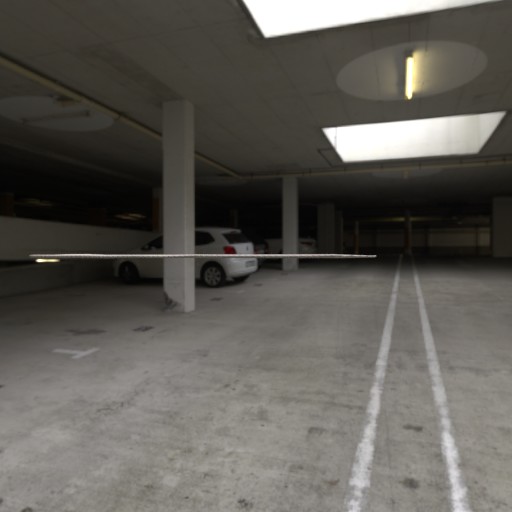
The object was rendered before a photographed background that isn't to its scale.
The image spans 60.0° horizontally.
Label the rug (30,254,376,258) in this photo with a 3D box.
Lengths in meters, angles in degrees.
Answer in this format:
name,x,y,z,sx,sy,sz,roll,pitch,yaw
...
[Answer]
name,x,y,z,sx,sy,sz,roll,pitch,yaw
rug,0.000,0.000,1.067,0.511,0.008,0.869,0,0,18
